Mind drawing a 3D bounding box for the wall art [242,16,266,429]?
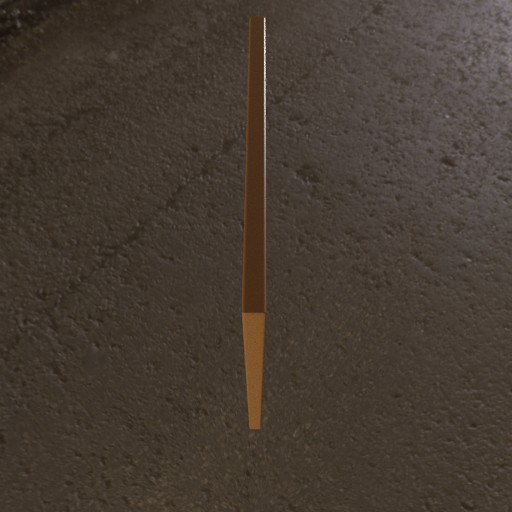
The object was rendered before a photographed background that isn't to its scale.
[{"bbox_3d":[0.000,0.000,0.736,0.021,0.550,0.449,0,59,0],"label":"wall art"}]
